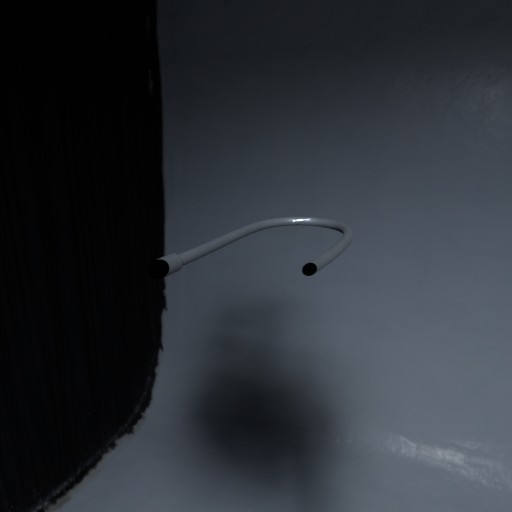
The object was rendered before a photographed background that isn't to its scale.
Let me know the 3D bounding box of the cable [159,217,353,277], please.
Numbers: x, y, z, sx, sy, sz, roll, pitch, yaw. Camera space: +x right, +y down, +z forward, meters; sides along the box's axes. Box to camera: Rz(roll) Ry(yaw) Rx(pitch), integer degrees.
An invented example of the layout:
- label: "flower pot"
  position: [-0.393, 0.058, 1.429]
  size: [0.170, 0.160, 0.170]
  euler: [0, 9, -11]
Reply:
- label: "cable"
  position: [0.000, 0.000, 0.111]
  size: [0.041, 0.005, 0.098]
  euler: [8, 17, 25]
